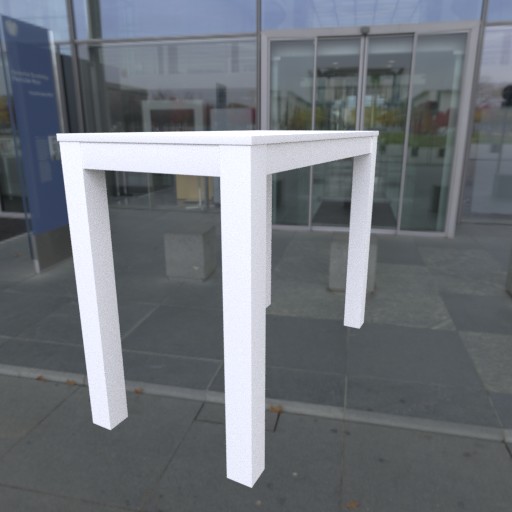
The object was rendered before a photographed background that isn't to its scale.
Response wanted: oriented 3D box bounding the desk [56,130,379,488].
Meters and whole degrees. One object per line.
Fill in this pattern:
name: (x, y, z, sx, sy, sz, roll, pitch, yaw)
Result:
desk: (0.000, 0.000, 1.415, 0.497, 0.762, 0.990, 8, 18, 26)
